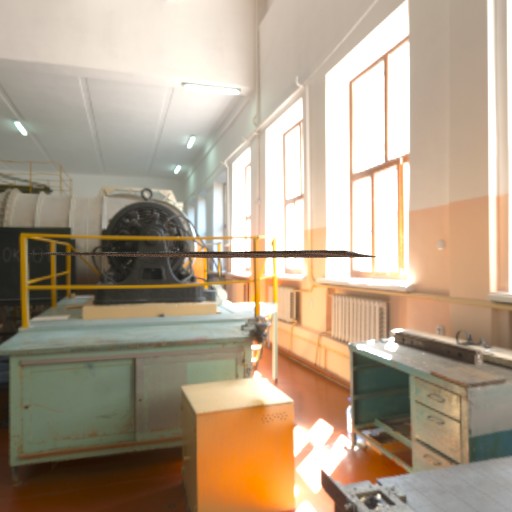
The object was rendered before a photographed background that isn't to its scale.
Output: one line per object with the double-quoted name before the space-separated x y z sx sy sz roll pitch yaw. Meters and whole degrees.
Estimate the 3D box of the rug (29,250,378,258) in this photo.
"rug" 0.000 0.000 3.053 1.520 0.015 2.434 0 -1 18
